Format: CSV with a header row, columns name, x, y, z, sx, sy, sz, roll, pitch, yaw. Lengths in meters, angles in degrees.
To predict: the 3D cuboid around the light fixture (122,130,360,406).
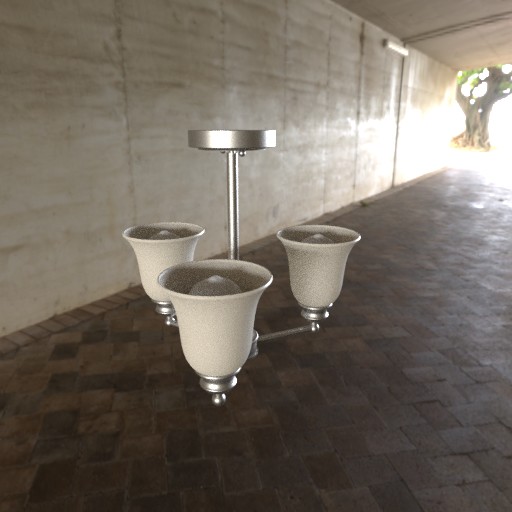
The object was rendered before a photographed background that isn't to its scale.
name,x,y,z,sx,sy,sz,roll,pitch,yaw
light fixture,0.000,0.000,0.678,0.354,0.370,0.388,-7,18,-23
